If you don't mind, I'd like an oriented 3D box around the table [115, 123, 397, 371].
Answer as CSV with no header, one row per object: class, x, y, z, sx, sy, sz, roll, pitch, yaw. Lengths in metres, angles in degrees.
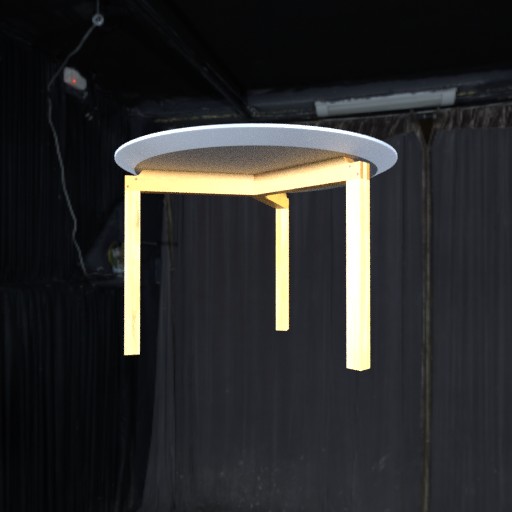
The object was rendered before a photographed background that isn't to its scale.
table,0.000,0.000,0.985,0.600,0.405,0.600,0,-1,0
